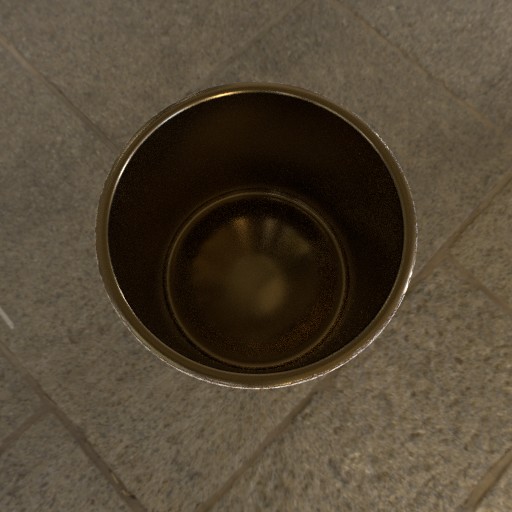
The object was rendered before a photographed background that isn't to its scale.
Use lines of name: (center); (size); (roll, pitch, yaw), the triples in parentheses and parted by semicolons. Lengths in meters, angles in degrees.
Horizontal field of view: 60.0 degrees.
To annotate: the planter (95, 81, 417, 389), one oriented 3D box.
planter: (0.000, 0.000, 0.448); (0.254, 0.221, 0.254); (0, 76, 0)
